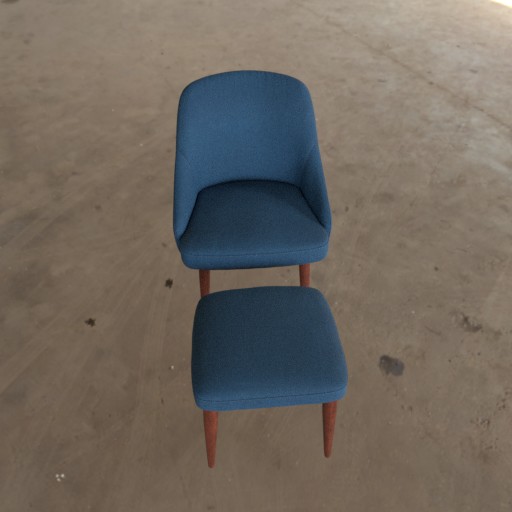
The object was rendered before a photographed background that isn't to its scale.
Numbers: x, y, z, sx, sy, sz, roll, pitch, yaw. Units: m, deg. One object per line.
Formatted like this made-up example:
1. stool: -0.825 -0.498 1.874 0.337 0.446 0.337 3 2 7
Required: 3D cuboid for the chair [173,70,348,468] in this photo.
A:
1. chair: 0.000 0.000 1.575 0.584 0.866 1.114 -3 45 -3
